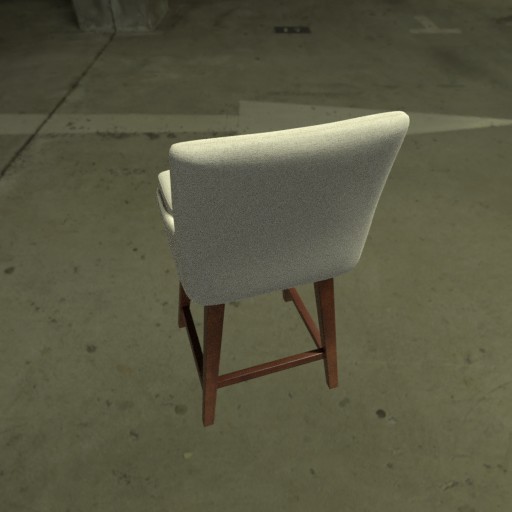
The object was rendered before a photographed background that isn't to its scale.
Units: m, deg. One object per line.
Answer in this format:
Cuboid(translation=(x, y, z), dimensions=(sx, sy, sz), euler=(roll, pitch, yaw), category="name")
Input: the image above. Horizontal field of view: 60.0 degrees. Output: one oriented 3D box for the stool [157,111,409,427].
Cuboid(translation=(0.000, 0.000, 1.260), dimensions=(0.469, 0.991, 0.559), euler=(-12, 43, -13), category="stool")
